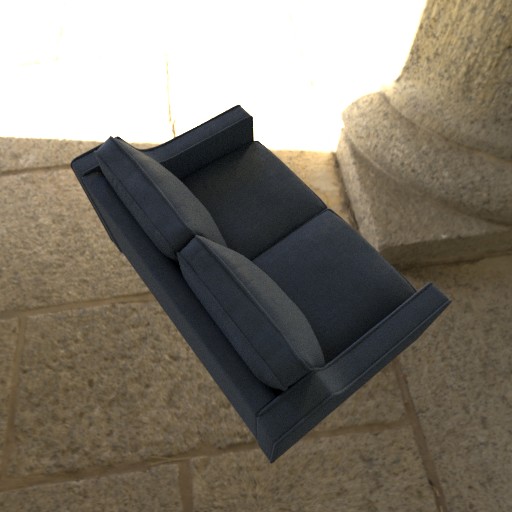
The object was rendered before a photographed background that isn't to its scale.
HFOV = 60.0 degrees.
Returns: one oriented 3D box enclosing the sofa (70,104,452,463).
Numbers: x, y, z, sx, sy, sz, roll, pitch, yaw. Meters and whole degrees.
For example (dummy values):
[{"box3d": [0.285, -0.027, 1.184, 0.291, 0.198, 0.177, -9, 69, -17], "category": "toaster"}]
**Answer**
[{"box3d": [0.000, 0.000, 2.146, 0.987, 0.971, 1.501, -34, 65, -18], "category": "sofa"}]
